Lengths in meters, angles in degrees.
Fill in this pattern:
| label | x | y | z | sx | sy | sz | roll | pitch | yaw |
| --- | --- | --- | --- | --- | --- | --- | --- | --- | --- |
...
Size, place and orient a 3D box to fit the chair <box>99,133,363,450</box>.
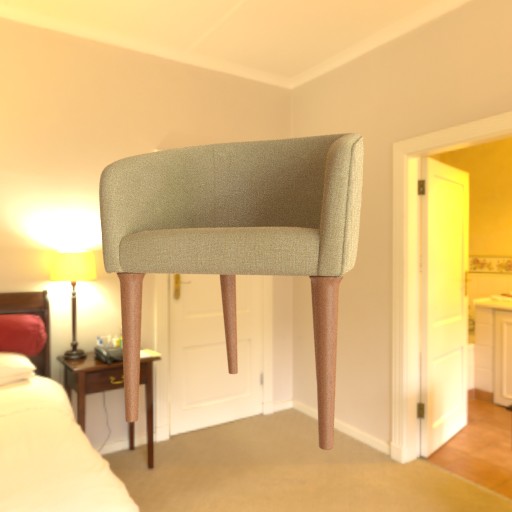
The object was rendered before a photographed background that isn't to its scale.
| label | x | y | z | sx | sy | sz | roll | pitch | yaw |
| --- | --- | --- | --- | --- | --- | --- | --- | --- | --- |
| chair | 0.000 | 0.000 | 1.220 | 0.584 | 0.775 | 0.616 | 0 | 1 | 18 |
